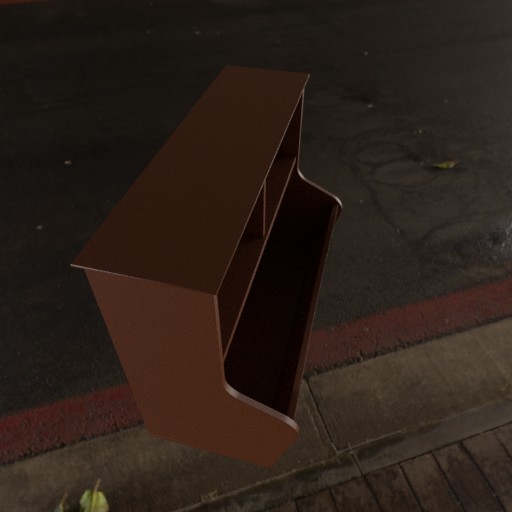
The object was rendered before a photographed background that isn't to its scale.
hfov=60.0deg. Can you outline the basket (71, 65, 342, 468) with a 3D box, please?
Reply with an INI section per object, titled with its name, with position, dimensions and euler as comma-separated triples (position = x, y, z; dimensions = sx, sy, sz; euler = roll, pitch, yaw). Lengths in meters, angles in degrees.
[basket]
position = 0.000, 0.000, 1.130
dimensions = 0.376, 0.625, 0.792
euler = 10, 45, 10
